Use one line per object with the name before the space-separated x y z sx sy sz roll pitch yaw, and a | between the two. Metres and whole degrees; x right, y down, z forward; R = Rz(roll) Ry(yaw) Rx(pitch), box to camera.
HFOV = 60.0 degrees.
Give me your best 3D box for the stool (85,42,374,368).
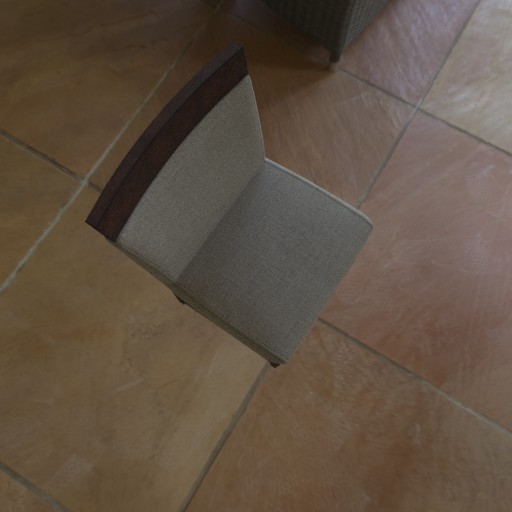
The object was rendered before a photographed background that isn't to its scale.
stool | 0.000 0.000 1.423 0.531 1.117 0.511 33 78 8
